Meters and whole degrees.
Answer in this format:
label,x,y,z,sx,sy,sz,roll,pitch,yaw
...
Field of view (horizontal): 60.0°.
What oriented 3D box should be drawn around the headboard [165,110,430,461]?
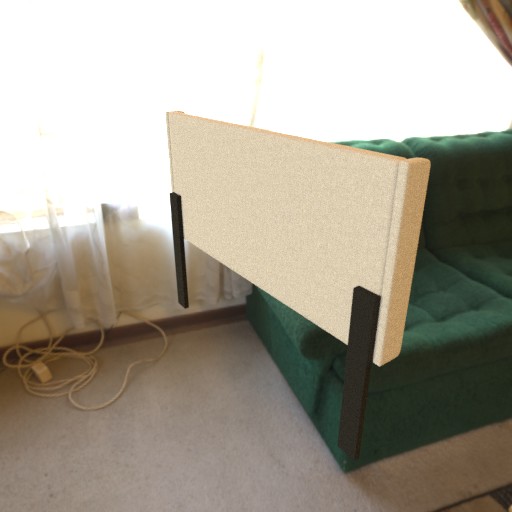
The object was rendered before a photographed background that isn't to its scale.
label,x,y,z,sx,sy,sz,roll,pitch,yaw
headboard,0.000,0.000,2.713,0.184,1.524,2.051,-17,29,-32
